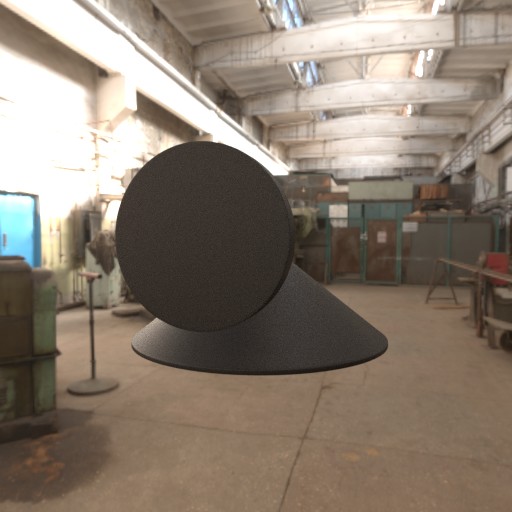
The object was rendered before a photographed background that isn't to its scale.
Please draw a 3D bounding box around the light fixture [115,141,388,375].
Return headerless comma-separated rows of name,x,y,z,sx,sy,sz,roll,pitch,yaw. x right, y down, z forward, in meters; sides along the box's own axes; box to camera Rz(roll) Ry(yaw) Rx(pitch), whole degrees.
light fixture,0.000,0.000,0.690,0.396,0.265,0.434,1,2,17
